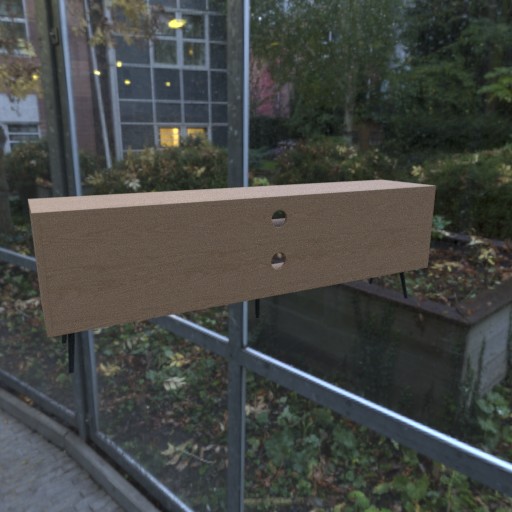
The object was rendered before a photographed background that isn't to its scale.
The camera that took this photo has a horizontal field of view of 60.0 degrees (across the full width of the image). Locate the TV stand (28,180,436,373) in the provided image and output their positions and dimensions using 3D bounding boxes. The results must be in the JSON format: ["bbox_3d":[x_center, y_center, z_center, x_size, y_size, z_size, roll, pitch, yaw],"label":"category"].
[{"bbox_3d":[0.000,0.000,1.993,1.760,0.580,0.400,-8,17,-27],"label":"TV stand"}]
